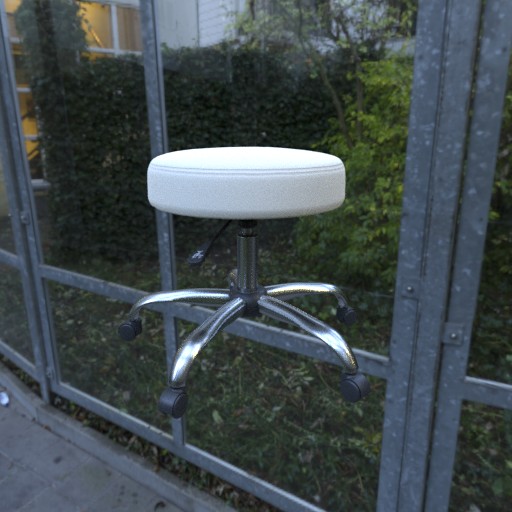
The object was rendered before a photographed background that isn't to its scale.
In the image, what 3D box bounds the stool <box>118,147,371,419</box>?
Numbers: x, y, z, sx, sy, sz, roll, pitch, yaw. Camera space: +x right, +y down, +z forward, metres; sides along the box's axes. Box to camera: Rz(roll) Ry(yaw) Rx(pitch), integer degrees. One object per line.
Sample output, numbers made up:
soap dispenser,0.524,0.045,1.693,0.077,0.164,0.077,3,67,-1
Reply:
stool,0.000,0.000,1.018,0.634,0.482,0.614,-15,22,-42
